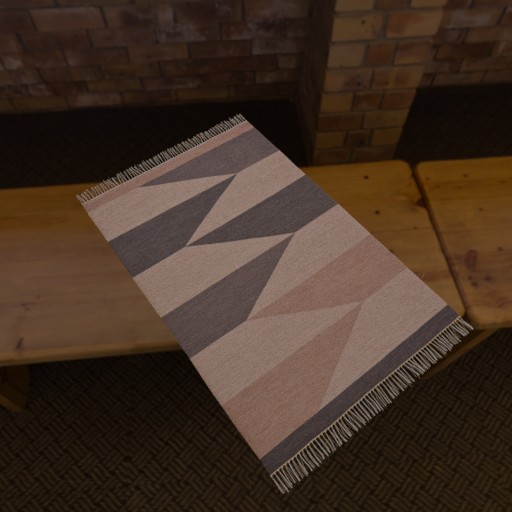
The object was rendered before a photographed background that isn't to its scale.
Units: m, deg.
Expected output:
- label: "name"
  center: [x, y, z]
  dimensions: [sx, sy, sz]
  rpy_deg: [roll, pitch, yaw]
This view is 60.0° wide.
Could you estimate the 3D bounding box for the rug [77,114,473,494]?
- label: "rug"
  center: [0.000, 0.000, 2.446]
  dimensions: [1.224, 0.027, 2.021]
  rpy_deg: [-32, 63, -19]
